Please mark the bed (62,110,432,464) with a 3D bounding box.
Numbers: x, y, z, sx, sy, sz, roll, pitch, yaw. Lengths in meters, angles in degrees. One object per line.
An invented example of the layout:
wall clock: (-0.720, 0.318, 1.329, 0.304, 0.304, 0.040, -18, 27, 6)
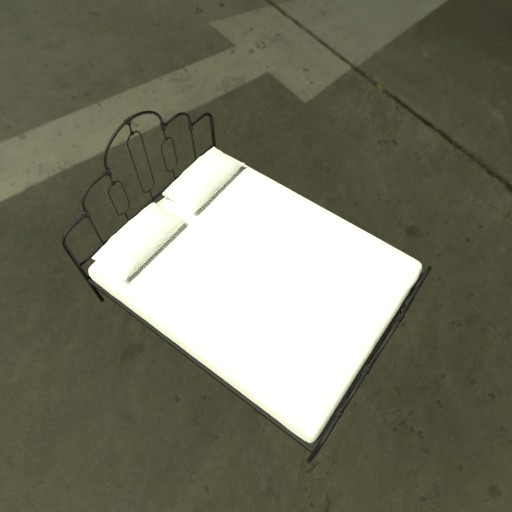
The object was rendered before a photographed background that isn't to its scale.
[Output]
bed: (0.000, 0.000, 3.221, 2.163, 1.429, 1.640, 32, 63, 18)
